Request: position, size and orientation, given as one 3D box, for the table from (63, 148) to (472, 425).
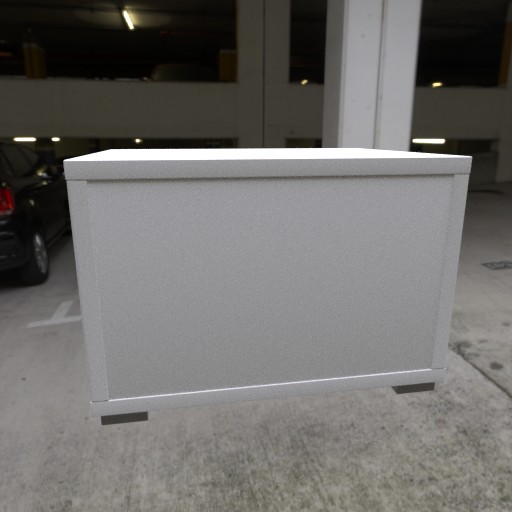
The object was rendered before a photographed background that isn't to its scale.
[{"bbox_3d":[0.000,0.000,0.785,0.517,0.357,0.399,-3,15,-10],"label":"table"}]
